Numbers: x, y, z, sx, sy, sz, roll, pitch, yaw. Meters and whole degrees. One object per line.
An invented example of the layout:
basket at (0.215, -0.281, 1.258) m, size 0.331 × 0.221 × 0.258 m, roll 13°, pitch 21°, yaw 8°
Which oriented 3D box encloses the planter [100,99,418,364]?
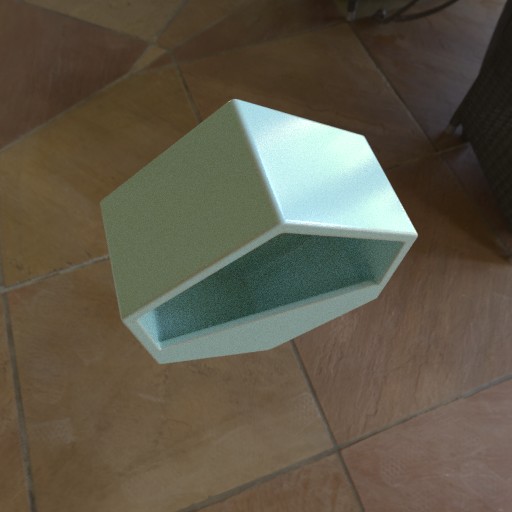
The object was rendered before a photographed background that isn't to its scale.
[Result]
planter at (0.000, 0.000, 0.298) m, size 0.169 × 0.207 × 0.078 m, roll -16°, pitch 65°, yaw -8°
